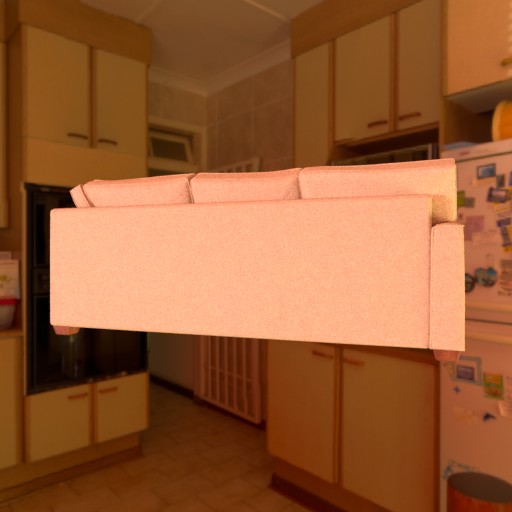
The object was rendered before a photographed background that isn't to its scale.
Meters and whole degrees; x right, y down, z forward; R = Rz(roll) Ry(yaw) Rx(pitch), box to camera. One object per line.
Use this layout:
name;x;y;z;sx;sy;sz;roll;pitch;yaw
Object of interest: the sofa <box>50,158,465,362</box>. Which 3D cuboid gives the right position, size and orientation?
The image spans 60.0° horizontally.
sofa;0.000;0.000;2.825;2.317;0.962;1.061;0;0;18
